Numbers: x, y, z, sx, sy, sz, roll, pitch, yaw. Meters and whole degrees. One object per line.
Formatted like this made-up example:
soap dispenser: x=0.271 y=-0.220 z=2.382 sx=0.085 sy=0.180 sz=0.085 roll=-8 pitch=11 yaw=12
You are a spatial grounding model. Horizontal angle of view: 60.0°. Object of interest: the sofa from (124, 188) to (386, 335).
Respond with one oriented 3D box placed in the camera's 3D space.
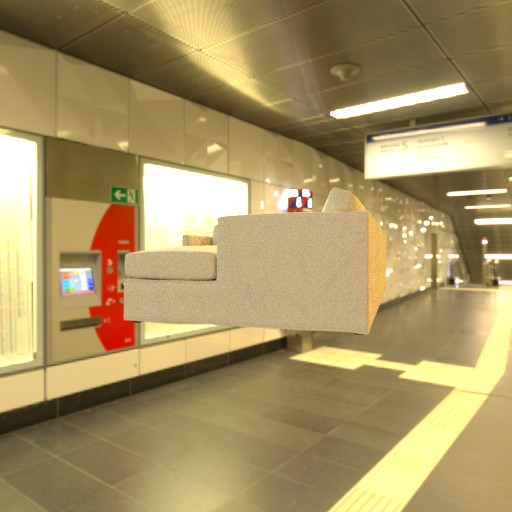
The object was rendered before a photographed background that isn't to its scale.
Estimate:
sofa: x=0.000 y=0.000 z=4.455 sx=2.427 sy=0.882 sz=3.460 roll=0 pitch=0 yaw=18
